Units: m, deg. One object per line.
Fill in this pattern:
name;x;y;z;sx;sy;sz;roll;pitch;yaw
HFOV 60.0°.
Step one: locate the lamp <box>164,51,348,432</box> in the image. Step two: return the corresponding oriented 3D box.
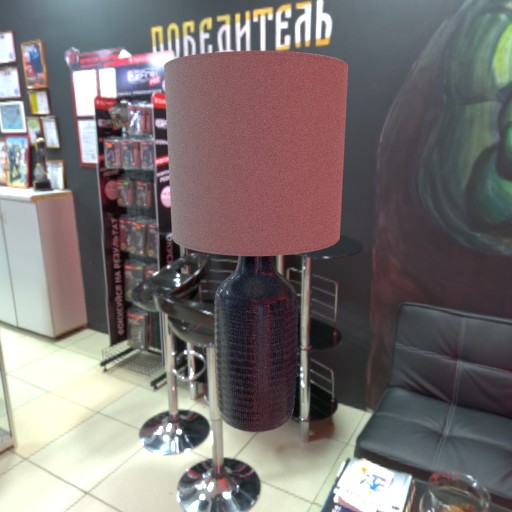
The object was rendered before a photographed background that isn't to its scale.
lamp;0.000;0.000;0.602;0.220;0.475;0.220;-7;16;-26
